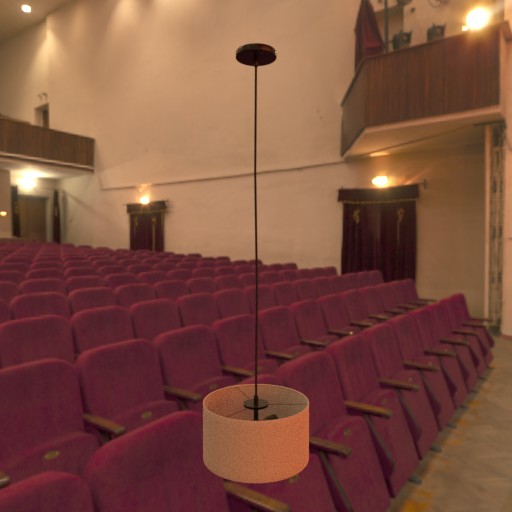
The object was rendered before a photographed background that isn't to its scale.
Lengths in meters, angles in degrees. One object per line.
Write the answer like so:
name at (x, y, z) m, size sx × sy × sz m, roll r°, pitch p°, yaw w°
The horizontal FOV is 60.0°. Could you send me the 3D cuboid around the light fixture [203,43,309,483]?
light fixture at (0.000, 0.000, 1.667) m, size 0.399 × 1.516 × 0.399 m, roll 0°, pitch 1°, yaw 0°
